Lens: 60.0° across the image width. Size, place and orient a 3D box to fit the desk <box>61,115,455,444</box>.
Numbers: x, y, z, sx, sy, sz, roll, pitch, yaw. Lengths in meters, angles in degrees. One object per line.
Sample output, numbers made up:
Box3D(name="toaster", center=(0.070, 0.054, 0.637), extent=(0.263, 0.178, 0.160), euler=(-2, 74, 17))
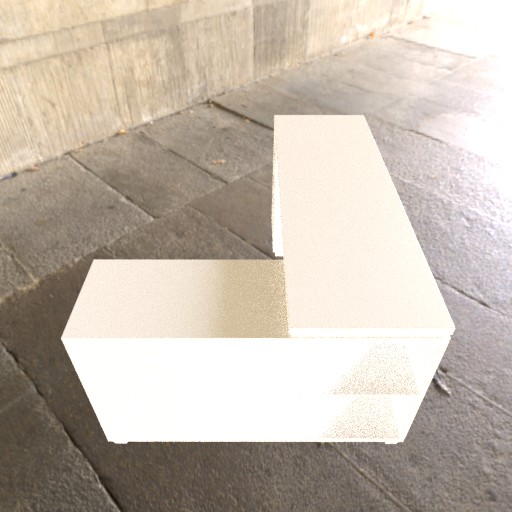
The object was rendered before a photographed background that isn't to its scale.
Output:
Box3D(name="desk", center=(0.000, 0.000, 2.154), extent=(1.199, 0.759, 1.524), euler=(0, 41, 0))
